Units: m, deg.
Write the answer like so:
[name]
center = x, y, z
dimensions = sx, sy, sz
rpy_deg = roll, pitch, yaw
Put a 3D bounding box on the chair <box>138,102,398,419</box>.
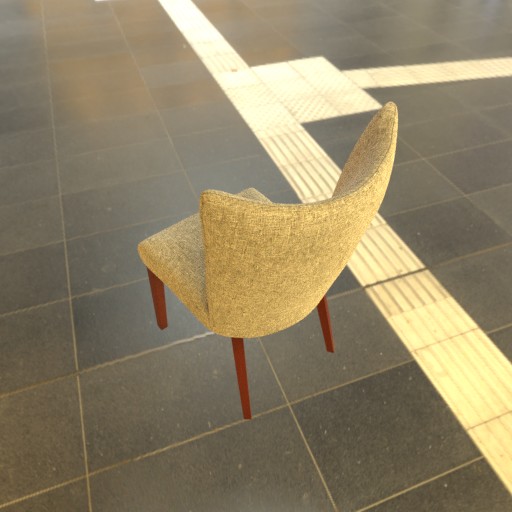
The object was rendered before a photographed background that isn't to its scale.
[chair]
center = 0.000, 0.000, 1.307
dimensions = 0.535, 0.924, 0.623
rpy_deg = -31, 53, -27
